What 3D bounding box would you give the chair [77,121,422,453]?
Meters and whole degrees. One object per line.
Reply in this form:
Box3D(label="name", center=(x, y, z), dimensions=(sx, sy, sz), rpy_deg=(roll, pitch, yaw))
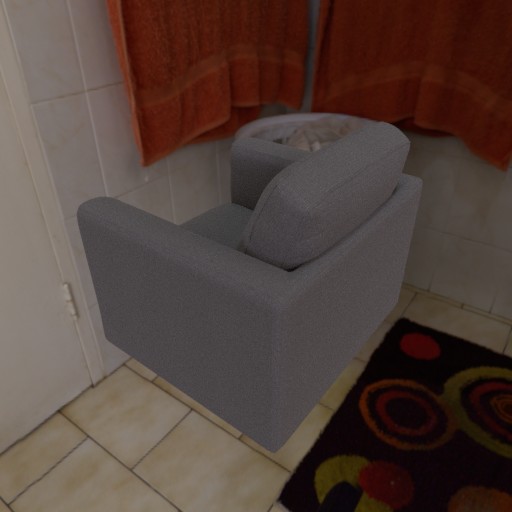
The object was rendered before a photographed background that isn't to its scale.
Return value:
Box3D(label="chair", center=(0.000, 0.000, 1.541), dimensions=(0.800, 0.927, 0.854), rpy_deg=(23, 40, 31))
